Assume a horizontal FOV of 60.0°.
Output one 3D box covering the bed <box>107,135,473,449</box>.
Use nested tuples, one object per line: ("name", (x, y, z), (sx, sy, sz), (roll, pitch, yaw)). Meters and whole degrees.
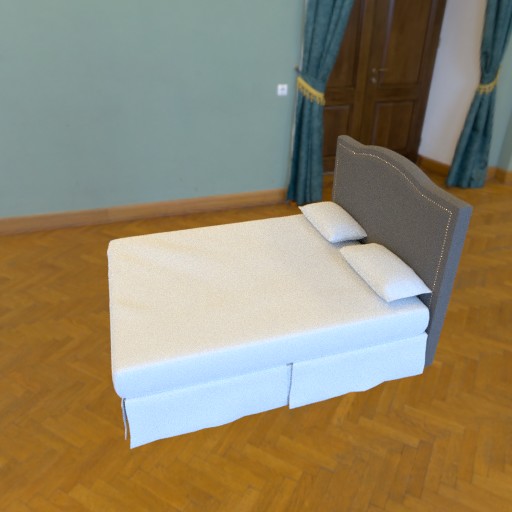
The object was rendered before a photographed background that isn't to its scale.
("bed", (0.000, 0.000, 3.440), (2.282, 1.436, 1.821), (-9, 31, -14))
